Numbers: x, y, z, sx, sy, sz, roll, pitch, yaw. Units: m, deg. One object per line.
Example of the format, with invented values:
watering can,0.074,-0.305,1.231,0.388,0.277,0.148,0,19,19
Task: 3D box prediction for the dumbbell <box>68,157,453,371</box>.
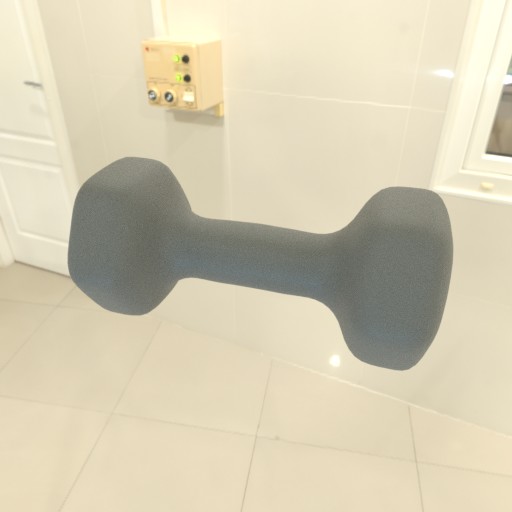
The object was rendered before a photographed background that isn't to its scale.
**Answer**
dumbbell,0.000,0.000,0.231,0.184,0.081,0.090,9,34,14
